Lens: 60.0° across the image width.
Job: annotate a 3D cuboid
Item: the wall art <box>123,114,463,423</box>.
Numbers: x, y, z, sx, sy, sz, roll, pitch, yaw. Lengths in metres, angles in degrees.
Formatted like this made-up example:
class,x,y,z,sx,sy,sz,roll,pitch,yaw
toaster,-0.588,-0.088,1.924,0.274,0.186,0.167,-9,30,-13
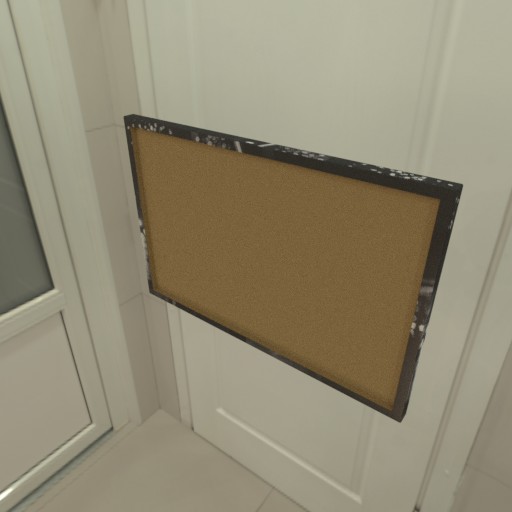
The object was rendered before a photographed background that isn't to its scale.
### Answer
class,x,y,z,sx,sy,sz,roll,pitch,yaw
wall art,0.000,0.000,1.180,0.914,0.609,0.038,21,36,31
